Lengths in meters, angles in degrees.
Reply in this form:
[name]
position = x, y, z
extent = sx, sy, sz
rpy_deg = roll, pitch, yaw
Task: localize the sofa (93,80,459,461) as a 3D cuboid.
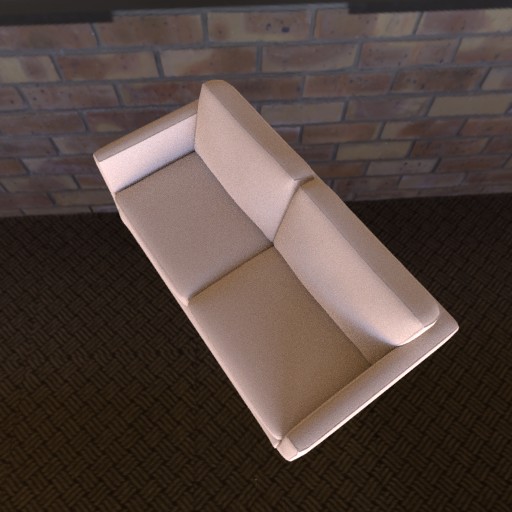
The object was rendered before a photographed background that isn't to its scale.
[sofa]
position = 0.000, 0.000, 2.232
extent = 0.873, 0.888, 1.722
rpy_deg = -32, 68, -15
